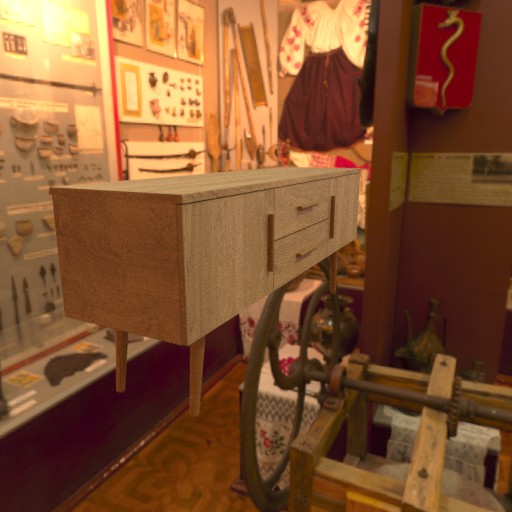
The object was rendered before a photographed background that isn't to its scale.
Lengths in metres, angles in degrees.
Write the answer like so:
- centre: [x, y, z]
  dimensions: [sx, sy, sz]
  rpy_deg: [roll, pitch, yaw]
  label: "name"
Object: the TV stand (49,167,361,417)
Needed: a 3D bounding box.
- centre: [0.000, 0.000, 1.565]
  dimensions: [0.401, 0.565, 1.313]
  rpy_deg: [7, 15, 27]
  label: "TV stand"
